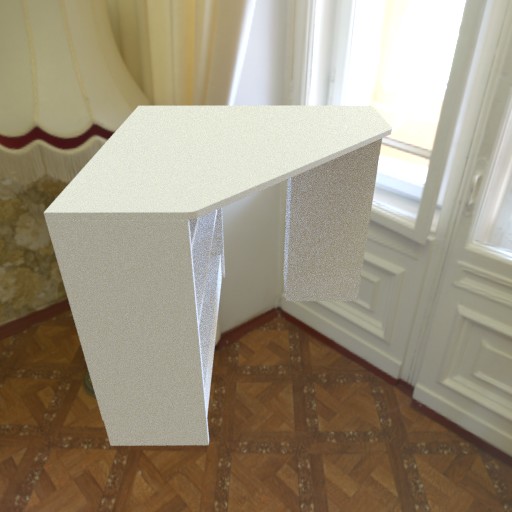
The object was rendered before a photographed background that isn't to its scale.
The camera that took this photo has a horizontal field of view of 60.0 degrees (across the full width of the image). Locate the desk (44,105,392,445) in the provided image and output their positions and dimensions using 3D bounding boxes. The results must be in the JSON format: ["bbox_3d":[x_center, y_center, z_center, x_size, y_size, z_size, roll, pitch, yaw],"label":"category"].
[{"bbox_3d":[0.000,0.000,1.578,0.926,0.818,0.940,0,32,0],"label":"desk"}]
